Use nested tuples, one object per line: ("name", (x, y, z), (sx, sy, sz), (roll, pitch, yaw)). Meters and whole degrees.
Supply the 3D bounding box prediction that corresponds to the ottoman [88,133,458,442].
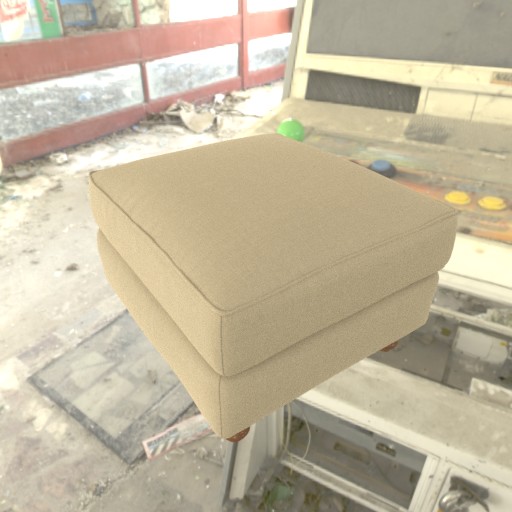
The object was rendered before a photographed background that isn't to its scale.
("ottoman", (0.000, 0.000, 1.163), (0.662, 0.505, 0.716), (-20, 38, -28))
